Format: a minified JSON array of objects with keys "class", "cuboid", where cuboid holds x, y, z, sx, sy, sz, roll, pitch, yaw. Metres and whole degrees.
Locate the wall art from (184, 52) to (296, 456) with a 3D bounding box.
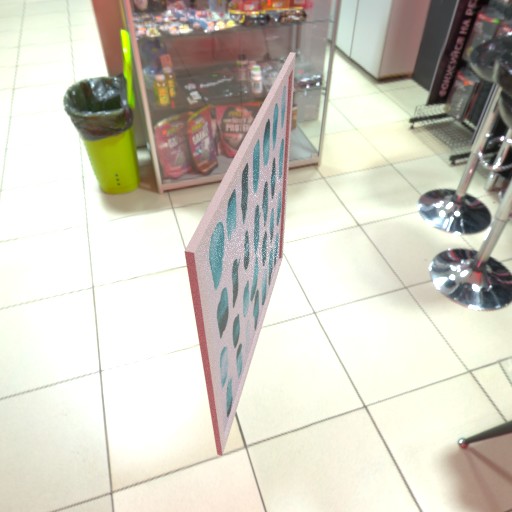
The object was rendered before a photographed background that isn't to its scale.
[{"class":"wall art","cuboid":[0.000,0.000,0.699,0.009,0.457,0.456,11,46,10]}]
